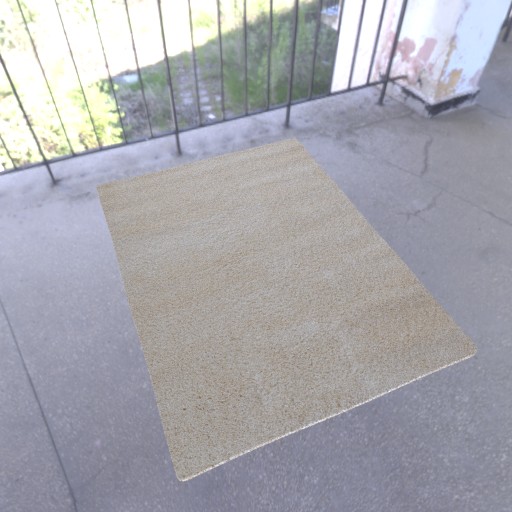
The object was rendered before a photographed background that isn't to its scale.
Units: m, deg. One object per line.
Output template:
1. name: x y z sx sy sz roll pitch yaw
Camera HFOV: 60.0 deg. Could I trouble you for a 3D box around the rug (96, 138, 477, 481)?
1. rug: 0.000 0.000 2.048 1.199 0.025 1.600 -17 50 -15
